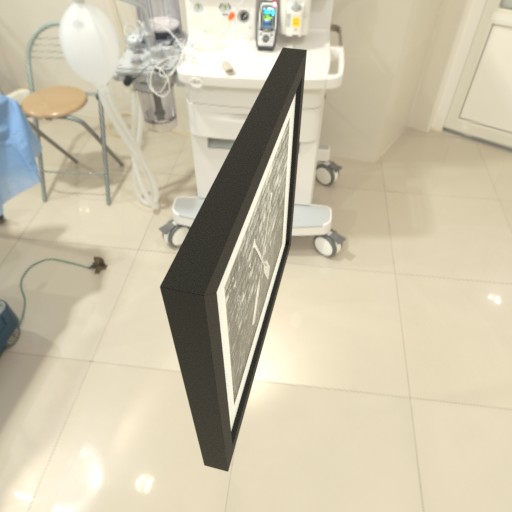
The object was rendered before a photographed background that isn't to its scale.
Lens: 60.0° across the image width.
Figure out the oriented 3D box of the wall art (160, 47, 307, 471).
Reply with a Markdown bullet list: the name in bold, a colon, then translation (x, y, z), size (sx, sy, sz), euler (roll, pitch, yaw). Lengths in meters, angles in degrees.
- **wall art**: translation (0.000, 0.000, 0.523), size (0.029, 0.330, 0.381), euler (10, 48, 10)
